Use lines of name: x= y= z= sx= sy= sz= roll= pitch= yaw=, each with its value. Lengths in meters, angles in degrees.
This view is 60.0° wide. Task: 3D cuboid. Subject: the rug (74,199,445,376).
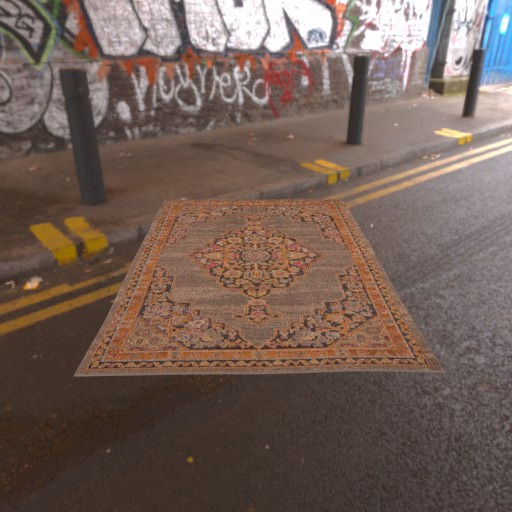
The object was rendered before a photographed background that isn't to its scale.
rug: x=0.000 y=0.000 z=3.731 sx=2.043 sy=0.026 sz=2.901 roll=0 pitch=26 yaw=-1
